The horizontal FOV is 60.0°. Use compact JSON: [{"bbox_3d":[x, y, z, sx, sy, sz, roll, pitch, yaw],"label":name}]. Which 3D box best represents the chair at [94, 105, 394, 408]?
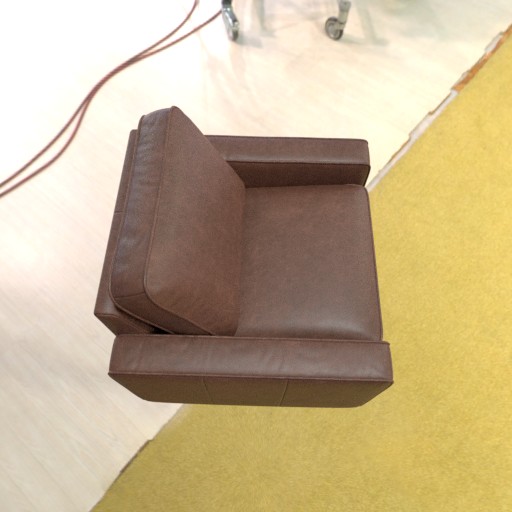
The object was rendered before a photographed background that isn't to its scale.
[{"bbox_3d":[0.000,0.000,1.718,0.940,0.919,1.017,1,64,1],"label":"chair"}]
